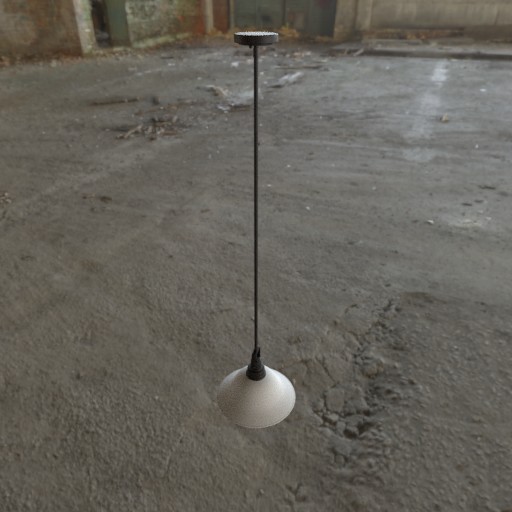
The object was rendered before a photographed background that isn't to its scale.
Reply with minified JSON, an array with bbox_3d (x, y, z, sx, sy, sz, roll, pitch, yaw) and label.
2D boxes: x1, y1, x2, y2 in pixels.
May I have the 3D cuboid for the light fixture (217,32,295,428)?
[{"bbox_3d":[0.000,0.000,1.488,0.324,1.337,0.324,12,33,19],"label":"light fixture"}]
